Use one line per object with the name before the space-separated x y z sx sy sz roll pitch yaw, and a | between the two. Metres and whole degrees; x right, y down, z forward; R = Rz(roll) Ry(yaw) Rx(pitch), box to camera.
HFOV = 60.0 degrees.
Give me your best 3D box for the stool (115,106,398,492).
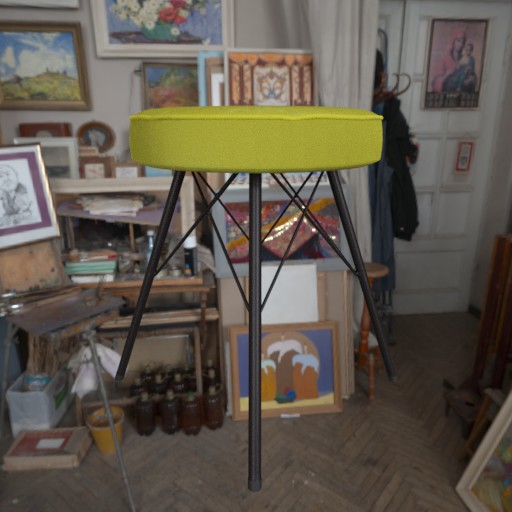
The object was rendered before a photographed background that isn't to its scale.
stool | 0.000 0.000 0.801 0.409 0.508 0.409 -16 23 -42
